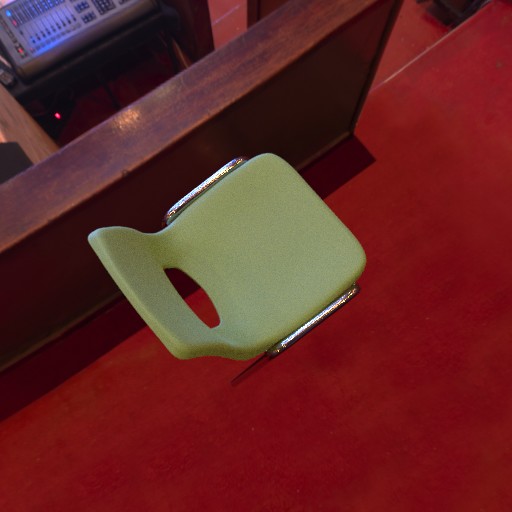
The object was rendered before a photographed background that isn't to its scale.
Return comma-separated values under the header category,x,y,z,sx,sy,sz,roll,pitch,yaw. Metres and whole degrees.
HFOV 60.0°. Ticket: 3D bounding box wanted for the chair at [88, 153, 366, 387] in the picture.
category,x,y,z,sx,sy,sz,roll,pitch,yaw
chair,0.000,0.000,0.911,0.436,0.653,0.381,-38,79,-9
